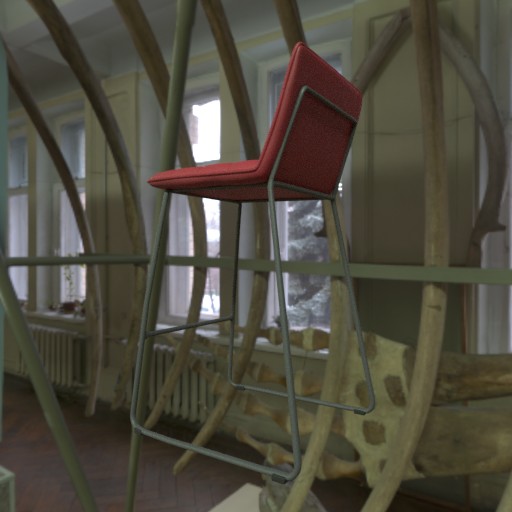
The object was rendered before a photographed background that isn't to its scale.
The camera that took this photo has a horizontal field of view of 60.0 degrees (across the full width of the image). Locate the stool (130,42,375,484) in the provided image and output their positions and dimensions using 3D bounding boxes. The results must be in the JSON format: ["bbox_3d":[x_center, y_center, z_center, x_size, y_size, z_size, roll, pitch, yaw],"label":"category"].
[{"bbox_3d":[0.000,0.000,1.238,0.524,0.937,0.489,0,0,34],"label":"stool"}]
